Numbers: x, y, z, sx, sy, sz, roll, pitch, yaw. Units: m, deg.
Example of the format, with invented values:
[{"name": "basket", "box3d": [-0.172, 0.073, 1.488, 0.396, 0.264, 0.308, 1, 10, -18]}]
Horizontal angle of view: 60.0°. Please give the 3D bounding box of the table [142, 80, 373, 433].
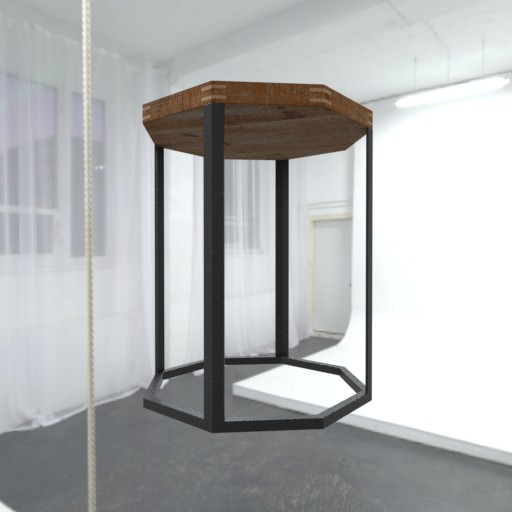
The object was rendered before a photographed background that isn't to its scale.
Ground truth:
[{"name": "table", "box3d": [0.000, 0.000, 0.901, 0.458, 0.543, 0.458, 0, 1, 17]}]
